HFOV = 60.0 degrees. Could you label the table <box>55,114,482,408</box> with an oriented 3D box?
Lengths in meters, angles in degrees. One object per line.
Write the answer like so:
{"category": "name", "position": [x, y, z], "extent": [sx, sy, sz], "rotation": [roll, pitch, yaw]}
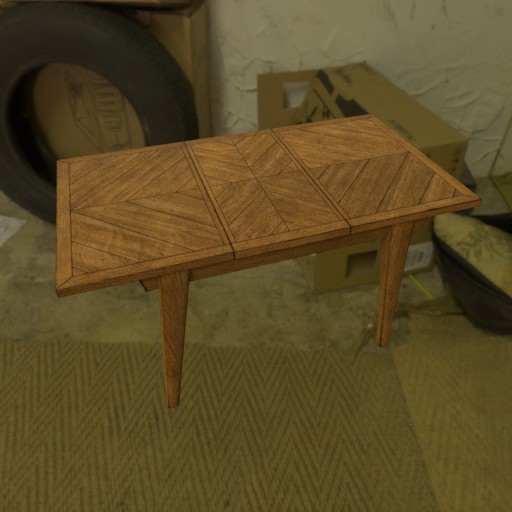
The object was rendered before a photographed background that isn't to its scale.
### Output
{"category": "table", "position": [0.000, 0.000, 1.889], "extent": [1.400, 0.760, 0.757], "rotation": [-12, 42, -14]}
